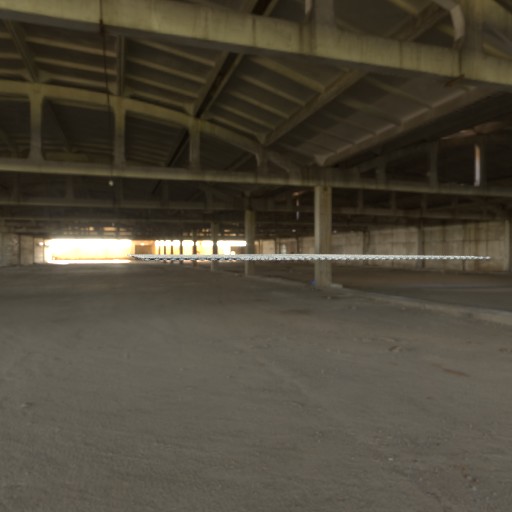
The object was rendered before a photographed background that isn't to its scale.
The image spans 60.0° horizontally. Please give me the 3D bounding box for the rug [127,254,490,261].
[{"bbox_3d":[0.000,0.000,2.955,1.600,0.013,2.312,0,1,-18],"label":"rug"}]
